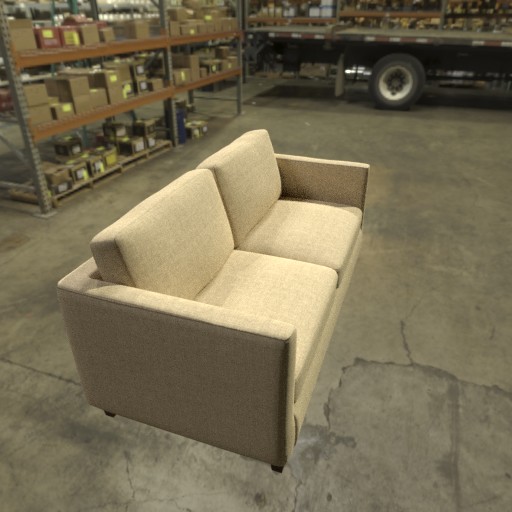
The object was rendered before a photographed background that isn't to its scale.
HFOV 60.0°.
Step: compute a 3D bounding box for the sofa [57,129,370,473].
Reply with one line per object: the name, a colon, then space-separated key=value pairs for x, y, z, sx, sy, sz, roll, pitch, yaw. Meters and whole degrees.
sofa: x=0.000 y=0.000 z=2.394 sx=0.950 sy=0.963 sz=1.884 roll=10 pitch=31 yaw=17
